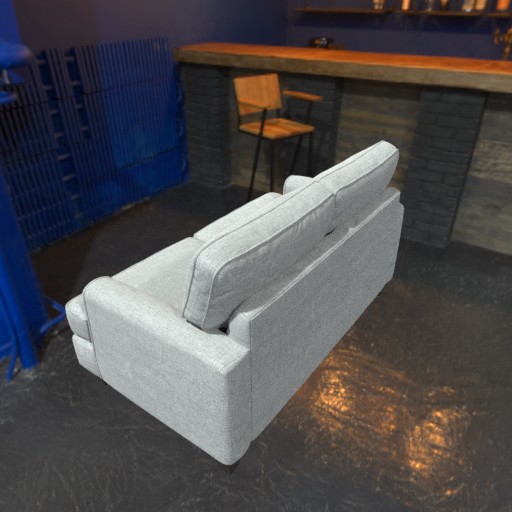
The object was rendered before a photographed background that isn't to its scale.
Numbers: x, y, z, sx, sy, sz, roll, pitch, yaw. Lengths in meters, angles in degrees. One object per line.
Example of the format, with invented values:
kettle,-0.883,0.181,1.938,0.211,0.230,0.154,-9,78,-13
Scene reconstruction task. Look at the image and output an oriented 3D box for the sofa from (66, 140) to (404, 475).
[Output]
sofa,0.000,0.000,2.251,0.965,0.965,1.651,20,36,30
